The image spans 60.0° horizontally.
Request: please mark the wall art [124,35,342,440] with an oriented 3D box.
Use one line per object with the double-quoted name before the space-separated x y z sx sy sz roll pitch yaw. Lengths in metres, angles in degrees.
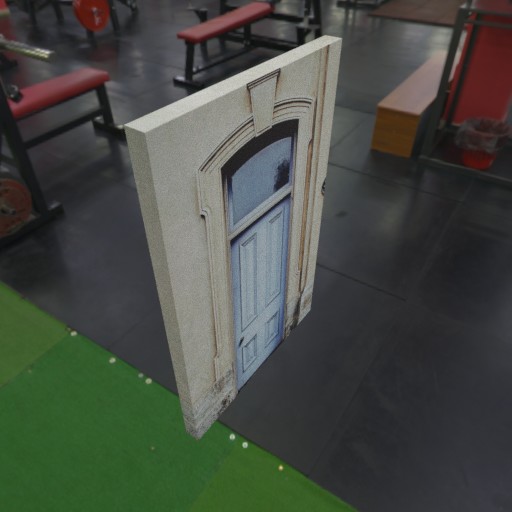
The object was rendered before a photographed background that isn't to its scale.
"wall art" 0.000 0.000 0.949 0.038 0.764 0.508 25 47 27
